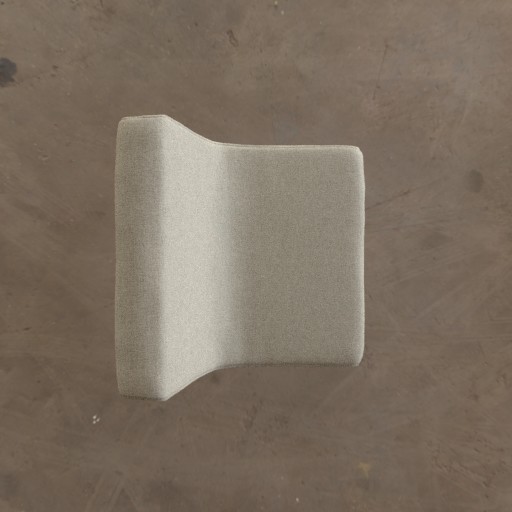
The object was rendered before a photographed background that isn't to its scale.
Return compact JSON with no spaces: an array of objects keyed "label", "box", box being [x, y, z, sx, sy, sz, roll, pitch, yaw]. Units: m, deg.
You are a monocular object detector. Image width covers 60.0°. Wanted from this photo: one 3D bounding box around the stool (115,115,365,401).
[{"label":"stool","box":[0.000,0.000,1.227,0.500,0.937,0.511,0,91,0]}]
